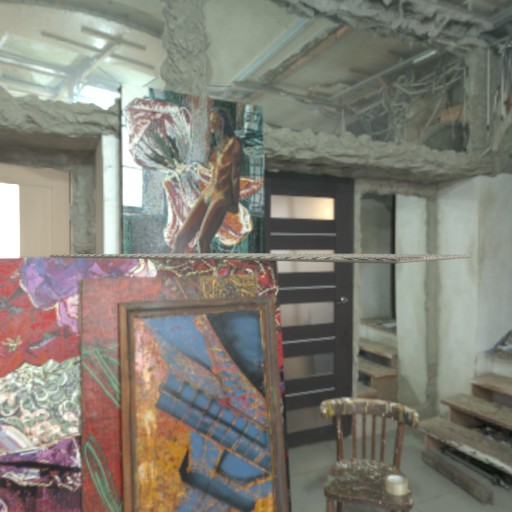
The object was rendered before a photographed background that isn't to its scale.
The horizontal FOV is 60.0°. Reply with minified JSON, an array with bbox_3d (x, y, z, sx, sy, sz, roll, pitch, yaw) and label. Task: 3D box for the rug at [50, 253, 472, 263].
[{"bbox_3d":[0.000,0.000,2.984,2.406,0.023,1.539,1,1,35],"label":"rug"}]
